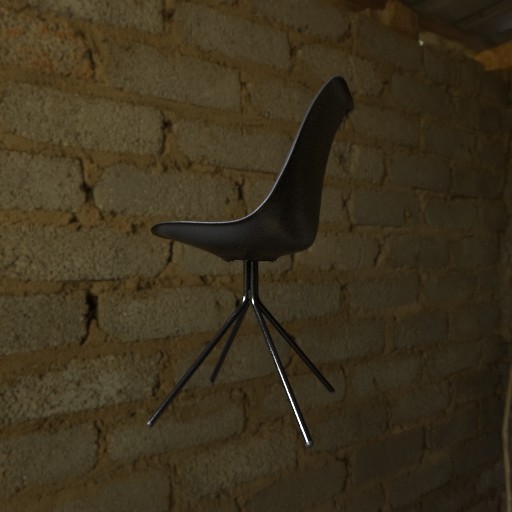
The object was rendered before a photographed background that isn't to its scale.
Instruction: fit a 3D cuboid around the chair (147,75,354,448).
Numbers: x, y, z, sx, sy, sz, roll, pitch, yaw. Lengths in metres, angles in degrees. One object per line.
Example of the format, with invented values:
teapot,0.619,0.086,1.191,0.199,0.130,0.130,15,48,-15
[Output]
chair,0.000,0.000,1.226,0.525,0.850,0.461,0,0,17
